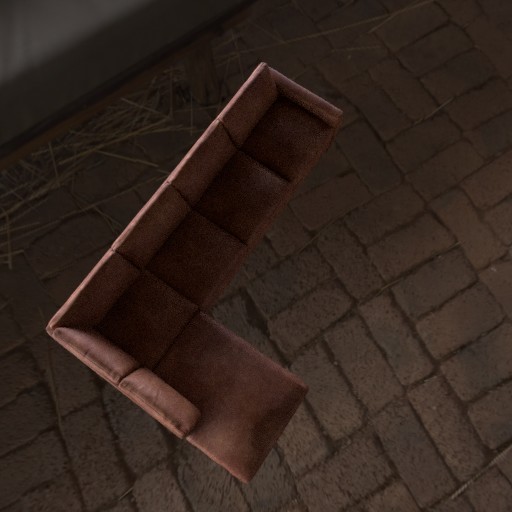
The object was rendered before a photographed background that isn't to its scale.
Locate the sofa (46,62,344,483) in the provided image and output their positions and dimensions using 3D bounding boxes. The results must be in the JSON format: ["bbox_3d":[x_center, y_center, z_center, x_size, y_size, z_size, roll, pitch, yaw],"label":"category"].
[{"bbox_3d":[0.000,0.000,3.770,1.938,0.877,2.984,34,78,9],"label":"sofa"}]
